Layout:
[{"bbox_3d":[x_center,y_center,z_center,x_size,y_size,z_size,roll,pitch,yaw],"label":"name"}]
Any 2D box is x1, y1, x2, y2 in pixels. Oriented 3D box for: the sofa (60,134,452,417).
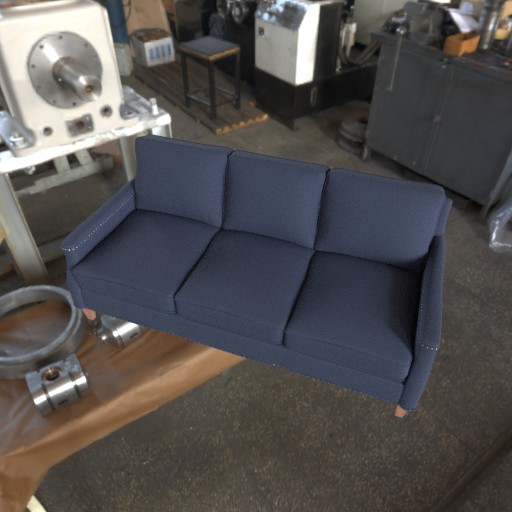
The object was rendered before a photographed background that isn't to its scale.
[{"bbox_3d":[0.000,0.000,2.836,2.246,1.003,1.084,14,43,15],"label":"sofa"}]
